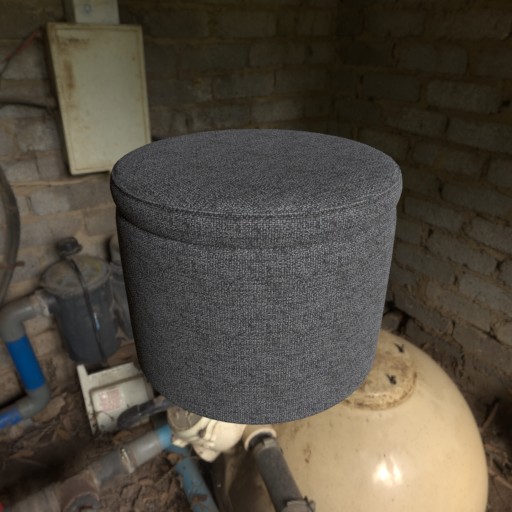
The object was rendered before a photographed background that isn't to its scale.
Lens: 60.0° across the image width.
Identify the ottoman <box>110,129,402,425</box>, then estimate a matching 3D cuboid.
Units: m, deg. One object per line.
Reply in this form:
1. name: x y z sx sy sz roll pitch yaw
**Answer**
1. ottoman: 0.000 0.000 0.897 0.520 0.430 0.520 0 28 0
